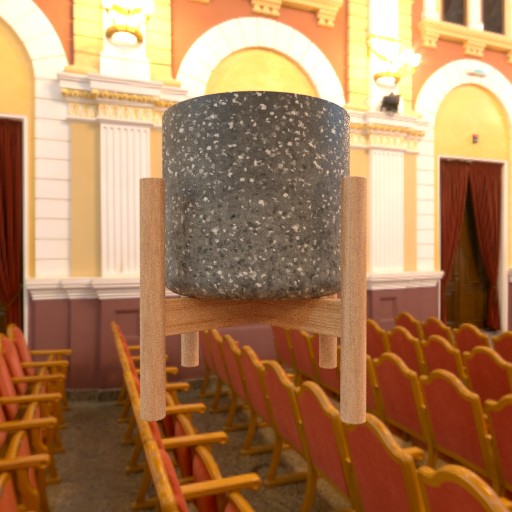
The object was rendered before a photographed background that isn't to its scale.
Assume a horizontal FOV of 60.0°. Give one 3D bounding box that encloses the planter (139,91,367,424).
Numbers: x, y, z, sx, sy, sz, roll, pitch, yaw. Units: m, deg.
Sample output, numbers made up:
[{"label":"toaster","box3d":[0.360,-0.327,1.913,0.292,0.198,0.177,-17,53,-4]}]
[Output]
[{"label":"planter","box3d":[0.000,0.000,0.538,0.284,0.320,0.284,0,1,-20]}]
